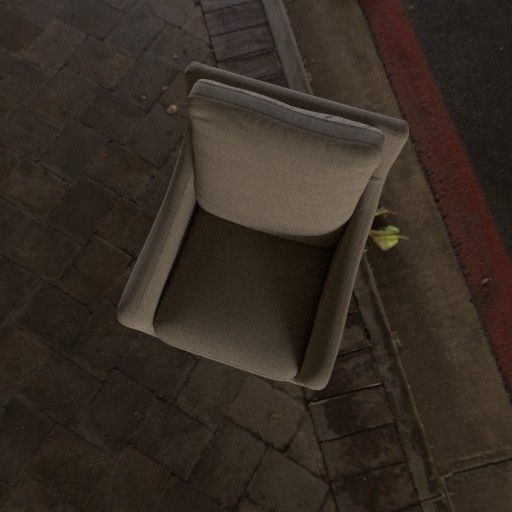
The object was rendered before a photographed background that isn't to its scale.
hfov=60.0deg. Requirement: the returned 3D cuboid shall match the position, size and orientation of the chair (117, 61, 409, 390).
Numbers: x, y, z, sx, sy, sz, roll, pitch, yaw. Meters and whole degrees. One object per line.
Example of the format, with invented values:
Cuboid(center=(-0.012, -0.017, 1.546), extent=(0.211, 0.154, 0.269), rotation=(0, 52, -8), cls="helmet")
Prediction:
Cuboid(center=(0.000, 0.000, 1.416), extent=(0.626, 0.914, 0.694), rotation=(18, 76, 5), cls="chair")
